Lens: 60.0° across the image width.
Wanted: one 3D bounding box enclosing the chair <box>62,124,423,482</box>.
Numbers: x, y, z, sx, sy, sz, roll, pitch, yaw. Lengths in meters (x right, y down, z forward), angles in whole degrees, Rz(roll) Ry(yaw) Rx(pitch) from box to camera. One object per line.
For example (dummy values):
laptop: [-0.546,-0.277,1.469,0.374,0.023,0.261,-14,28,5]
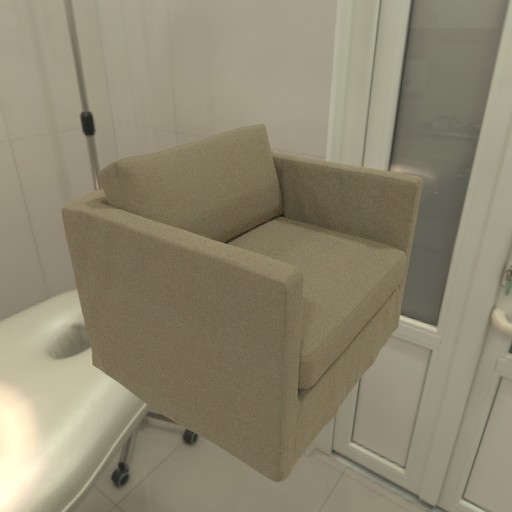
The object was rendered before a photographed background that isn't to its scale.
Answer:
chair: [0.000,0.000,1.751,0.949,0.863,1.057,18,32,32]
